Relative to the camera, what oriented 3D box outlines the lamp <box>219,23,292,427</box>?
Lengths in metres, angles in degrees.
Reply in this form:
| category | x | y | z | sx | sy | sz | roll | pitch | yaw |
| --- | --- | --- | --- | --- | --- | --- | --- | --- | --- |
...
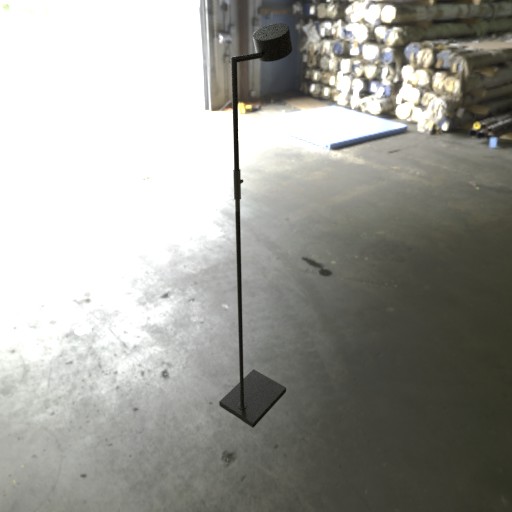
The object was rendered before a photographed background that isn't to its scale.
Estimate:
| category | x | y | z | sx | sy | sz | roll | pitch | yaw |
| --- | --- | --- | --- | --- | --- | --- | --- | --- | --- |
| lamp | 0.000 | 0.000 | 1.732 | 0.203 | 1.600 | 0.304 | 22 | 37 | 31 |
